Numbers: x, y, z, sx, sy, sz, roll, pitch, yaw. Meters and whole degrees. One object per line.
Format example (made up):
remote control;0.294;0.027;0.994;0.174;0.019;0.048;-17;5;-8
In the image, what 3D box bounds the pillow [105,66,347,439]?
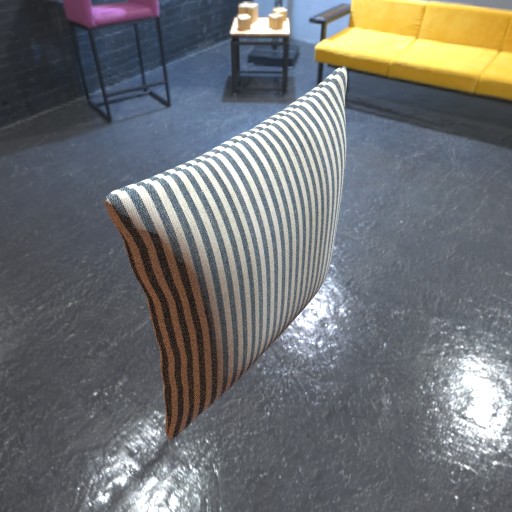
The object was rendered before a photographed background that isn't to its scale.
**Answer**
pillow;0.000;0.000;0.781;0.166;0.510;0.523;27;48;27
